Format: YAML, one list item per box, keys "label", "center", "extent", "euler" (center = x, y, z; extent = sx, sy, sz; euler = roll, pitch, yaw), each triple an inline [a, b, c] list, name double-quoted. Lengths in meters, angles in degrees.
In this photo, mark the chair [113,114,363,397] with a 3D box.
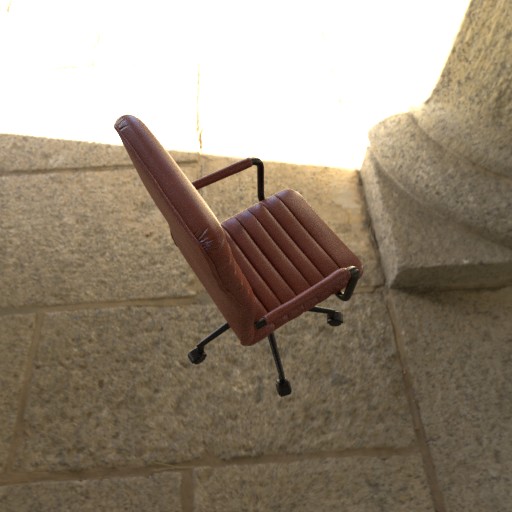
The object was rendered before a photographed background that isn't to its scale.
- label: "chair"
  center: [0.000, 0.000, 1.308]
  extent: [0.580, 0.979, 0.608]
  euler: [-29, 63, -17]
